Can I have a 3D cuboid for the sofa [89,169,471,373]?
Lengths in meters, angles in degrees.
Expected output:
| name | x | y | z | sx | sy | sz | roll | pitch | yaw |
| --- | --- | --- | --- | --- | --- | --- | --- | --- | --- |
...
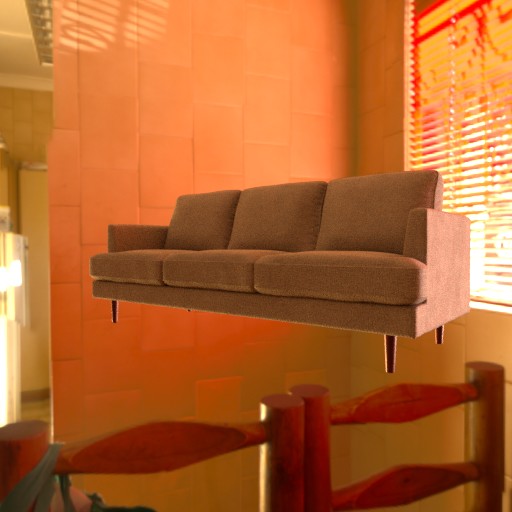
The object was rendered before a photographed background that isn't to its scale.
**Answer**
| name | x | y | z | sx | sy | sz | roll | pitch | yaw |
| --- | --- | --- | --- | --- | --- | --- | --- | --- | --- |
| sofa | 0.000 | 0.000 | 2.685 | 2.246 | 0.930 | 0.903 | 1 | 2 | 38 |
